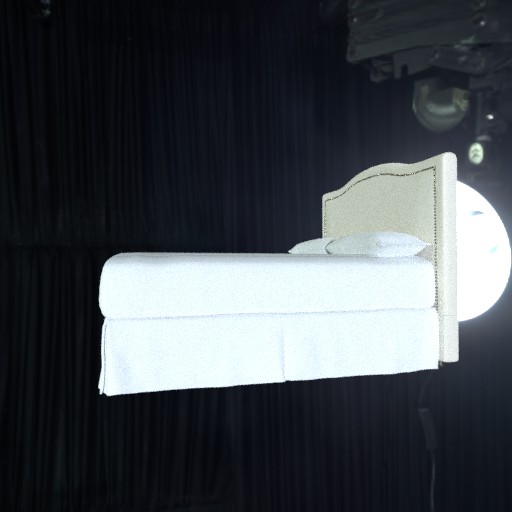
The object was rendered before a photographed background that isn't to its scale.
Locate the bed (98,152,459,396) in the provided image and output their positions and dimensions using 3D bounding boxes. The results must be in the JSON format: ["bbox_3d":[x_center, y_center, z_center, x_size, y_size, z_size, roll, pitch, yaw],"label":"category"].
[{"bbox_3d":[0.000,0.000,3.297,2.143,1.460,1.753,0,-1,-17],"label":"bed"}]
